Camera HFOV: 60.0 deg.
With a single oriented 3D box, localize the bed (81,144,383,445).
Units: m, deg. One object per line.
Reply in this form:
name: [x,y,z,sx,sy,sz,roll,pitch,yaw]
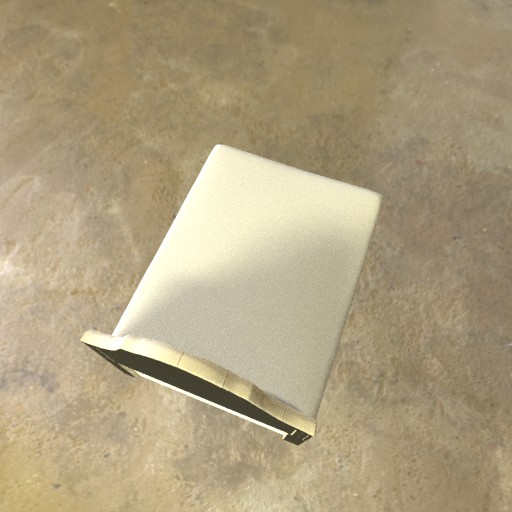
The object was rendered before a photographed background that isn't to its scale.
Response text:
bed: [0.000,0.000,3.261,1.627,1.575,2.092,19,66,9]
